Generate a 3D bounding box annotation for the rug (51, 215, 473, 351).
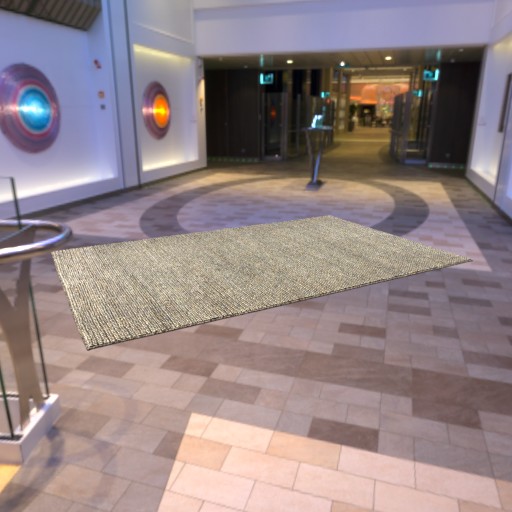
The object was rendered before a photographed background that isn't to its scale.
[{"bbox_3d":[0.000,0.000,3.017,2.443,0.021,1.538,-9,20,-27],"label":"rug"}]
